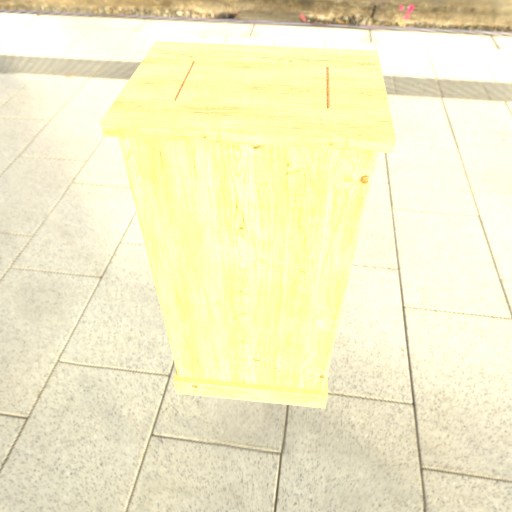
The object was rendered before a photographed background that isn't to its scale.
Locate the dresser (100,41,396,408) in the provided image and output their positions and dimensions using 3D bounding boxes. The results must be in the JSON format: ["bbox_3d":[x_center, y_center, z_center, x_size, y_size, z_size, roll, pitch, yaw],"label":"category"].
[{"bbox_3d":[0.000,0.000,1.297,0.531,1.041,0.390,4,46,4],"label":"dresser"}]
